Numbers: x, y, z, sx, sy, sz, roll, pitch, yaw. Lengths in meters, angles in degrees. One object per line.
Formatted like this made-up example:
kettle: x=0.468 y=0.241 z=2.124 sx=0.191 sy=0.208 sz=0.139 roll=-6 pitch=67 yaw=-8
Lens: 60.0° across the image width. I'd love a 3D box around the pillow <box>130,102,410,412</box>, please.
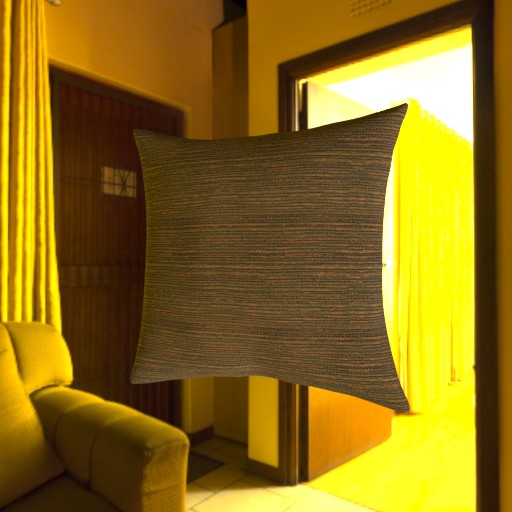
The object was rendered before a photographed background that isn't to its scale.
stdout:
pillow: x=0.000 y=0.000 z=0.786 sx=0.514 sy=0.497 sz=0.150 roll=0 pitch=-1 yaw=18
